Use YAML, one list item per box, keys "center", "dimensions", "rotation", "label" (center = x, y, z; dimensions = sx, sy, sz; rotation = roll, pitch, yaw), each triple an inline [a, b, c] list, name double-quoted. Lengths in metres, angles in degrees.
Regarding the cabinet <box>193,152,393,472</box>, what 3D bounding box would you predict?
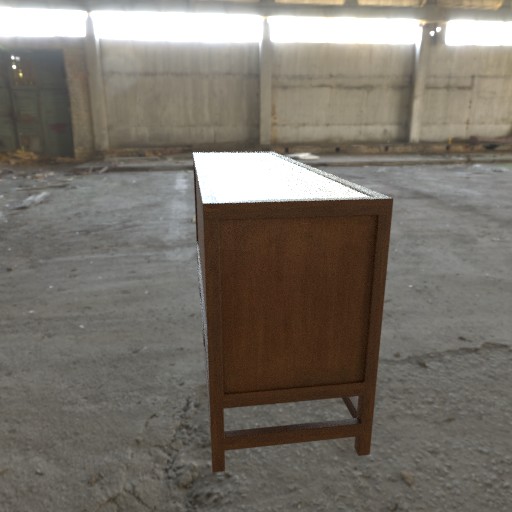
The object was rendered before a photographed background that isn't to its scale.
- center: [0.000, 0.000, 2.059]
  dimensions: [0.522, 0.820, 1.708]
  rotation: [-3, 17, -8]
  label: "cabinet"
